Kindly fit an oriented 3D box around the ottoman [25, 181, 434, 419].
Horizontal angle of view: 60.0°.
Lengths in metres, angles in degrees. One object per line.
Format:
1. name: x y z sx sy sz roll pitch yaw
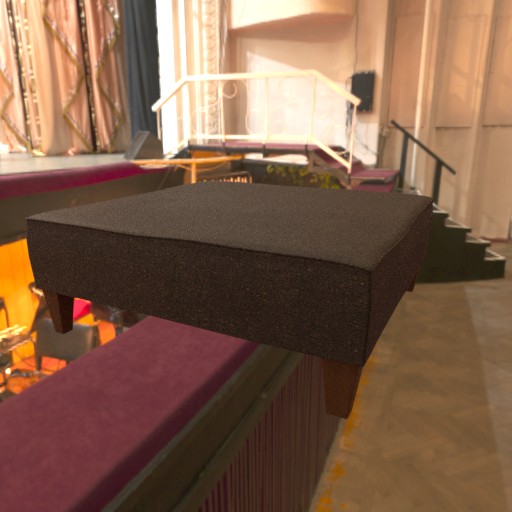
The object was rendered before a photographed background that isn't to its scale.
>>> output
1. ottoman: 0.000 0.000 1.497 1.004 0.382 0.968 8 18 26
